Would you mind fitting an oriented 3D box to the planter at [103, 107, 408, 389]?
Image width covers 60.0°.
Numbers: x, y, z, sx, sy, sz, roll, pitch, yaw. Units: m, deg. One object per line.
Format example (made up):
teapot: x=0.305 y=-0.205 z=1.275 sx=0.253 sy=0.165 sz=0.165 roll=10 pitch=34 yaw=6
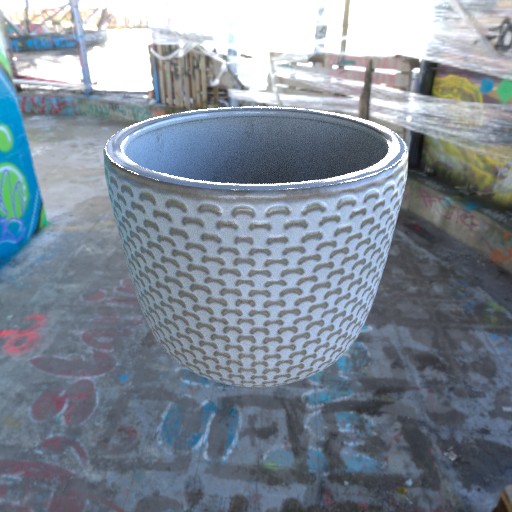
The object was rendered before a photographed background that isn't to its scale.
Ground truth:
planter: x=0.000 y=0.000 z=0.297 sx=0.173 sy=0.160 sz=0.173 roll=0 pitch=30 yaw=0
